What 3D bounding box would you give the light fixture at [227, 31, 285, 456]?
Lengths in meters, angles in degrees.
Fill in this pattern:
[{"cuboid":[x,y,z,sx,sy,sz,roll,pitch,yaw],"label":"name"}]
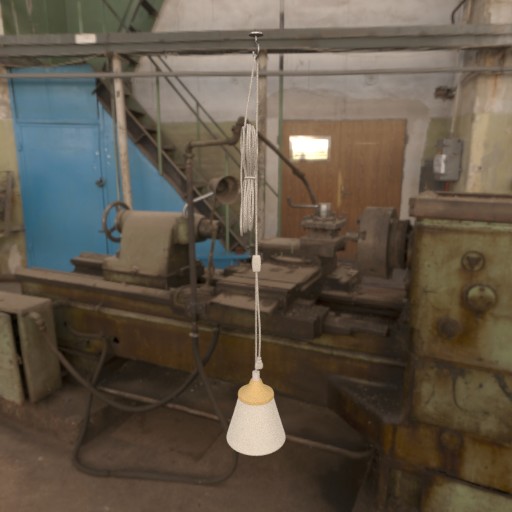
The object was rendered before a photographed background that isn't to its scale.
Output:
[{"cuboid":[0.000,0.000,1.047,0.153,0.966,0.153,2,13,8],"label":"light fixture"}]
